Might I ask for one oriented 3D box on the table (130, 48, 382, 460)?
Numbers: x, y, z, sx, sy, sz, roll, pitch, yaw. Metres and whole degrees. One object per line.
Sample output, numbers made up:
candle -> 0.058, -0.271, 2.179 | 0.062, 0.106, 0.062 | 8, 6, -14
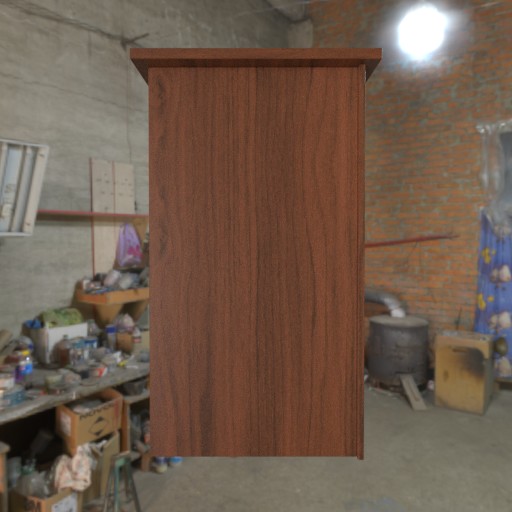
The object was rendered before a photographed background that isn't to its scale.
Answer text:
table -> 0.000, 0.000, 0.913 | 0.381, 0.636, 0.480 | 0, 1, 0
